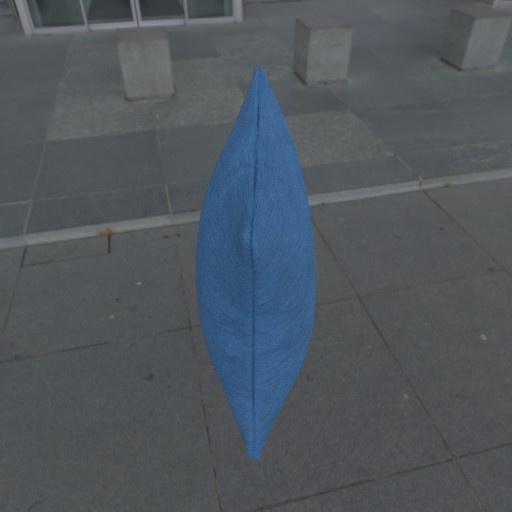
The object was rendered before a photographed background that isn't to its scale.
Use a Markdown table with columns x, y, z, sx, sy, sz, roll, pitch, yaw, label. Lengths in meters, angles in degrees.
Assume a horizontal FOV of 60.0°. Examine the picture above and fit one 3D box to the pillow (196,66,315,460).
| x | y | z | sx | sy | sz | roll | pitch | yaw | label |
| --- | --- | --- | --- | --- | --- | --- | --- | --- | --- |
| 0.000 | 0.000 | 0.665 | 0.177 | 0.420 | 0.437 | 1 | 41 | 1 | pillow |
